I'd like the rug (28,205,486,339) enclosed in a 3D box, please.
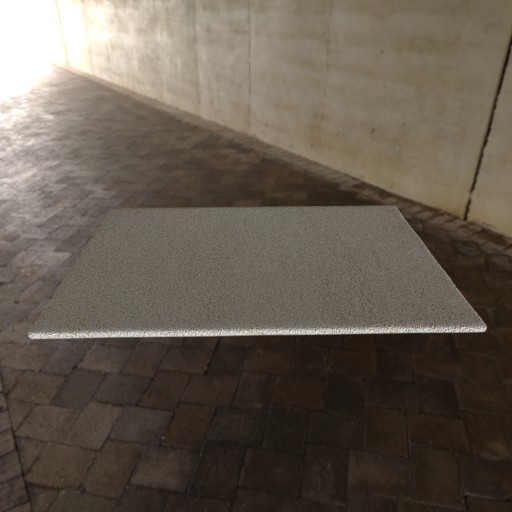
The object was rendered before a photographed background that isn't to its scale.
[{"bbox_3d":[0.000,0.000,2.239,1.778,0.030,1.219,-1,29,-1],"label":"rug"}]
